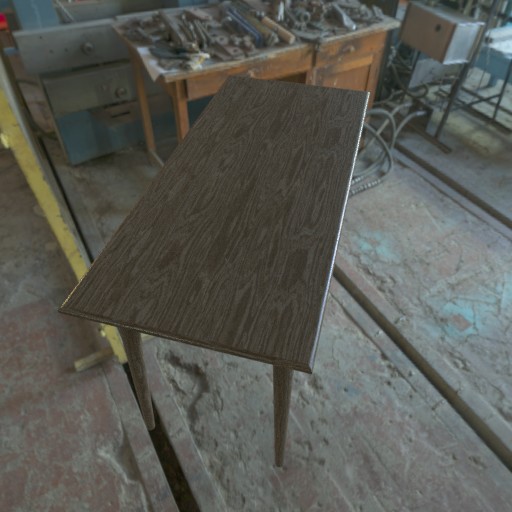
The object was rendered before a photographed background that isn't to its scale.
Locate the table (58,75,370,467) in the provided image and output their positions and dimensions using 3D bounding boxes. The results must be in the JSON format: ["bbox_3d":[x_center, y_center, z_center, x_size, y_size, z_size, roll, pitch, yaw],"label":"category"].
[{"bbox_3d":[0.000,0.000,1.685,0.599,0.780,1.300,11,47,11],"label":"table"}]
